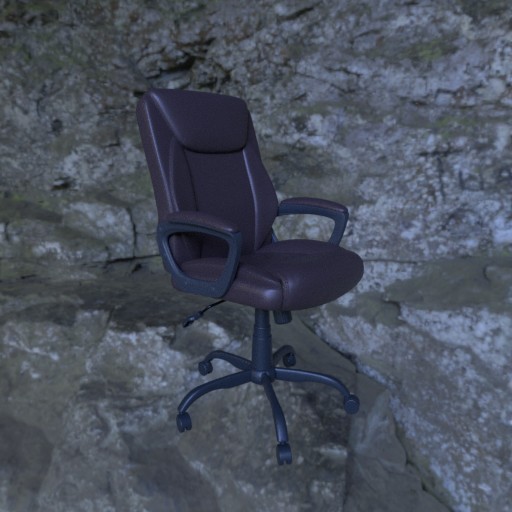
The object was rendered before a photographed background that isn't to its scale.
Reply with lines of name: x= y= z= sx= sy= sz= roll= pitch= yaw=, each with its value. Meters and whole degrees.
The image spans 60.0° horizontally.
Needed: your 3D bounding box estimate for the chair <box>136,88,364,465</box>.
chair: x=0.000 y=0.000 z=1.470 sx=0.655 sy=1.072 sz=0.615 roll=13 pitch=18 yaw=42
